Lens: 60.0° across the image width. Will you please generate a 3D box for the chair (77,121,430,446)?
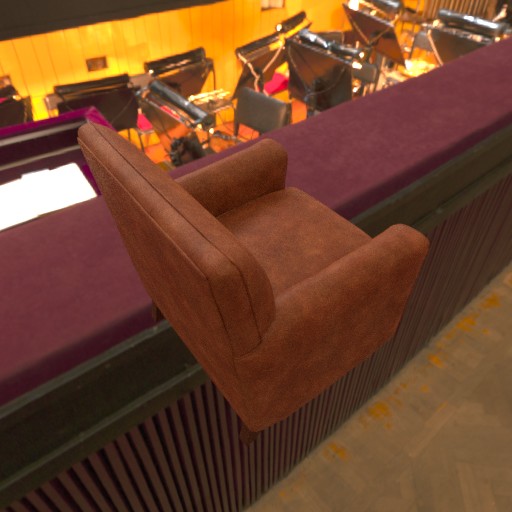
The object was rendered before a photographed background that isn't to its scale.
[{"bbox_3d":[0.000,0.000,1.615,0.823,0.943,0.870,-27,49,-26],"label":"chair"}]
